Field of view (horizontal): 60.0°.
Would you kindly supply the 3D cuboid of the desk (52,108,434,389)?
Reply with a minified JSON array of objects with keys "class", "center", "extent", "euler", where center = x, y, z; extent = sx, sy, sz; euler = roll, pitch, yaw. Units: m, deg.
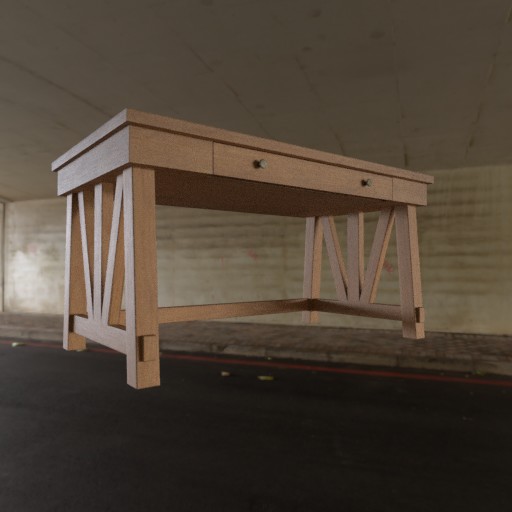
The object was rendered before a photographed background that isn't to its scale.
[{"class":"desk","center":[0.000,0.000,1.954],"extent":[1.499,0.762,0.813],"euler":[1,-1,-38]}]
